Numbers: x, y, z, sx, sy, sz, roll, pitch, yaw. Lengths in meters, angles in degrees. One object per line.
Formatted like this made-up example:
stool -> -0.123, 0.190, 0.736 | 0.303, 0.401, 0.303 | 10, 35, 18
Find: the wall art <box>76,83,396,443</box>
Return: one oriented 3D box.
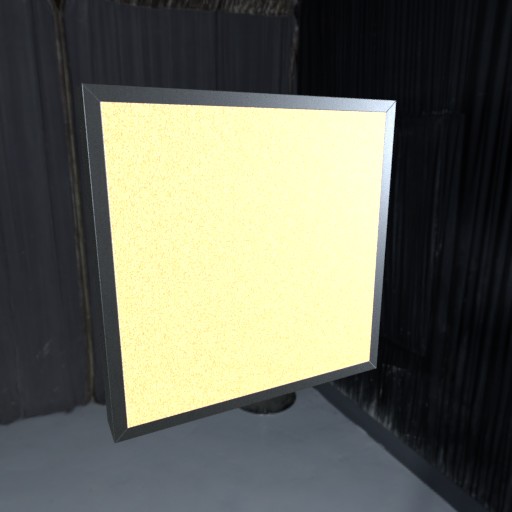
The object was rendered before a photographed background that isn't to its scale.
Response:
wall art -> 0.000, 0.000, 0.443 | 0.304, 0.304, 0.038 | -7, 16, -26
